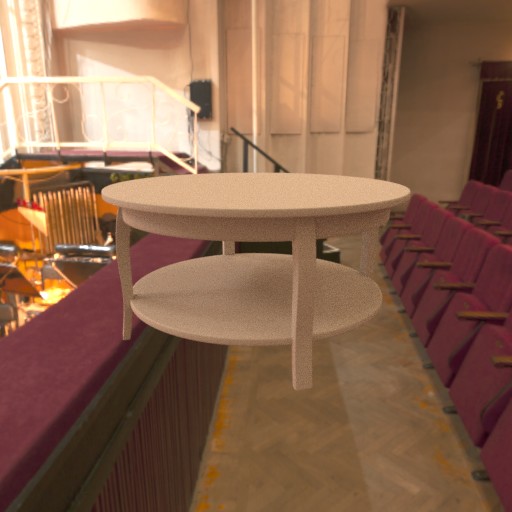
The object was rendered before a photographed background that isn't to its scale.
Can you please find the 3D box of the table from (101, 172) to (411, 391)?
[{"bbox_3d":[0.000,0.000,1.436,0.910,0.457,0.910,0,15,0],"label":"table"}]
